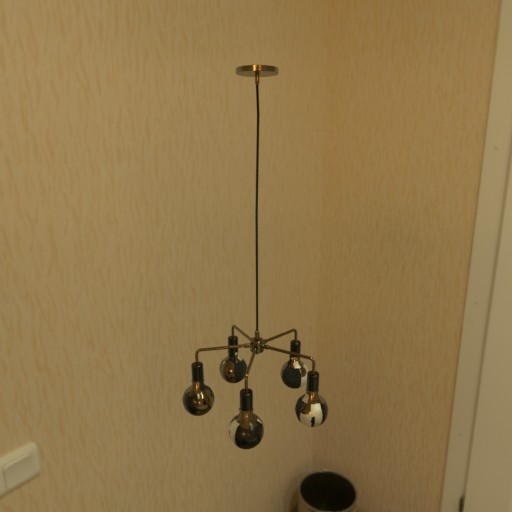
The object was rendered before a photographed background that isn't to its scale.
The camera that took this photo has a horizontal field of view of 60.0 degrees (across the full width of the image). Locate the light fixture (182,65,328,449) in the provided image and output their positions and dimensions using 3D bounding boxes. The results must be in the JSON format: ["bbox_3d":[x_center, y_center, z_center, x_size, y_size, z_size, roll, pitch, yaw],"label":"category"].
[{"bbox_3d":[0.000,0.000,1.247,0.438,0.988,0.421,2,14,9],"label":"light fixture"}]
